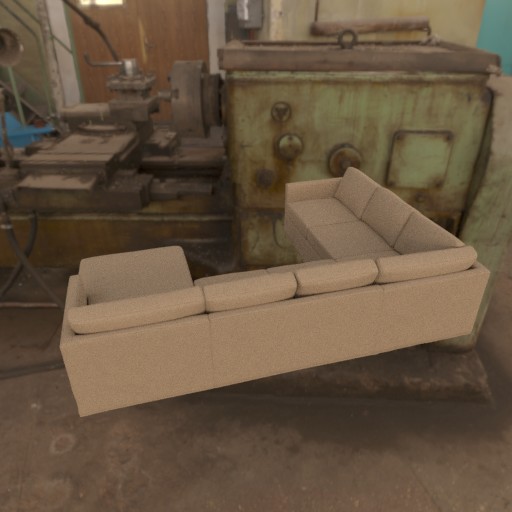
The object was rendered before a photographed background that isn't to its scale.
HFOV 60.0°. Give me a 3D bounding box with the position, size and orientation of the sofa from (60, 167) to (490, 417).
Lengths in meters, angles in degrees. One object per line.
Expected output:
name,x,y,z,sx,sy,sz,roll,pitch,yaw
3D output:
sofa,0.000,0.000,4.461,3.460,0.882,2.427,-8,31,-14
